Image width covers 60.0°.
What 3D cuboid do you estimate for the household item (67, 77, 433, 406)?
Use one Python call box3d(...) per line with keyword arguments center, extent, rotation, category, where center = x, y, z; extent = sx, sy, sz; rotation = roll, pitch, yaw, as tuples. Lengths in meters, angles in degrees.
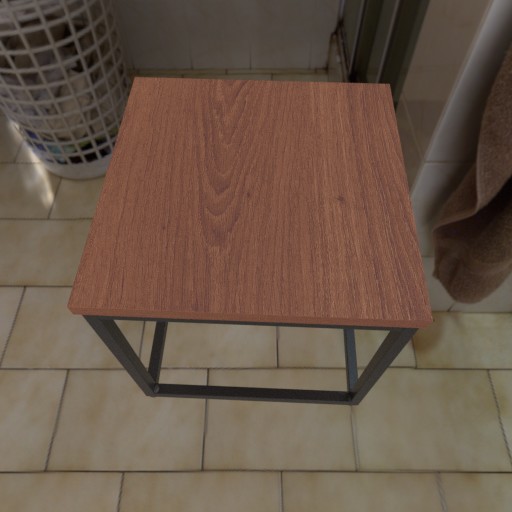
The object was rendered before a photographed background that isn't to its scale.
box3d(center=(0.000, 0.000, 0.759), extent=(0.400, 0.400, 0.400), rotation=(2, 58, 1), category="household item")
